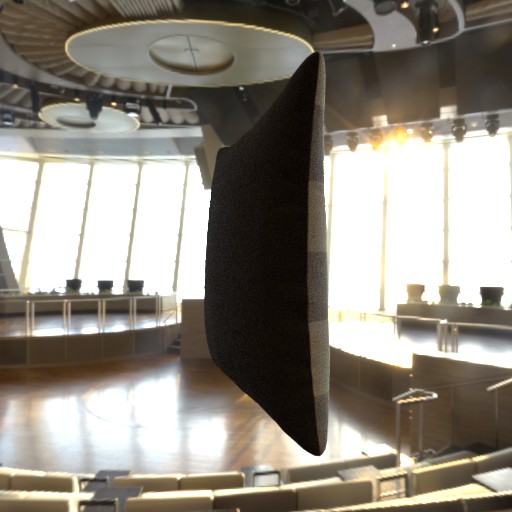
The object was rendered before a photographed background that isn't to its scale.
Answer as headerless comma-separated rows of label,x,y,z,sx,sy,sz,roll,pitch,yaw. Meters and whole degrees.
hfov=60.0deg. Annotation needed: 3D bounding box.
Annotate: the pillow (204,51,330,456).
pillow,0.000,0.000,0.792,0.161,0.509,0.511,0,-1,-18
